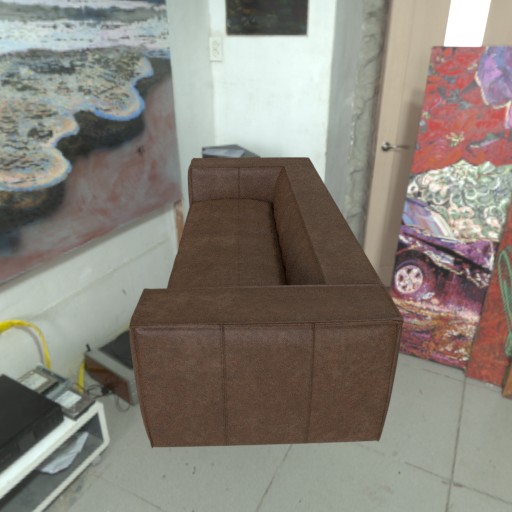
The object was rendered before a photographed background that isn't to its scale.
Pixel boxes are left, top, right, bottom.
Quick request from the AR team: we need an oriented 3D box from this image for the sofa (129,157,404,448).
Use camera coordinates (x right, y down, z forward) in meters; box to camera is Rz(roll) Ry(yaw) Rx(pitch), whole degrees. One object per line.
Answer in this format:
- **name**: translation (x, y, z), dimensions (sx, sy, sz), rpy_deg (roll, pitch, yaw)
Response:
- **sofa**: translation (0.000, 0.000, 2.929), dimensions (1.102, 0.701, 2.581), rpy_deg (-1, 26, -2)
